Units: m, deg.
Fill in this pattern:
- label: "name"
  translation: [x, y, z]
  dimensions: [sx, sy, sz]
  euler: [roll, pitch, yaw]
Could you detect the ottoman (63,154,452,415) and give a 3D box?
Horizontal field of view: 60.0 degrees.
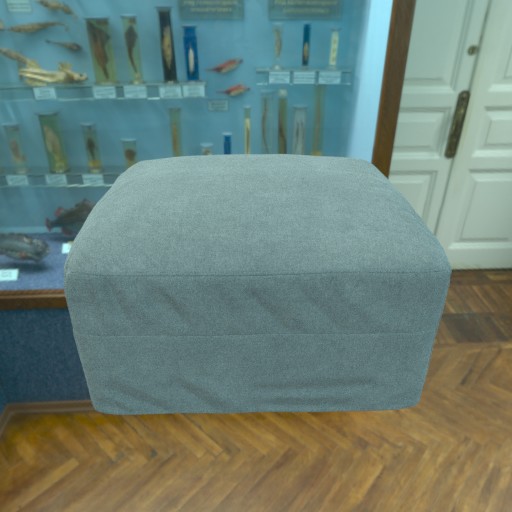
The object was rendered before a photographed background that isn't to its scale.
- label: "ottoman"
  translation: [0.000, 0.000, 1.224]
  dimensions: [0.837, 0.481, 0.683]
  euler: [0, 30, -1]
